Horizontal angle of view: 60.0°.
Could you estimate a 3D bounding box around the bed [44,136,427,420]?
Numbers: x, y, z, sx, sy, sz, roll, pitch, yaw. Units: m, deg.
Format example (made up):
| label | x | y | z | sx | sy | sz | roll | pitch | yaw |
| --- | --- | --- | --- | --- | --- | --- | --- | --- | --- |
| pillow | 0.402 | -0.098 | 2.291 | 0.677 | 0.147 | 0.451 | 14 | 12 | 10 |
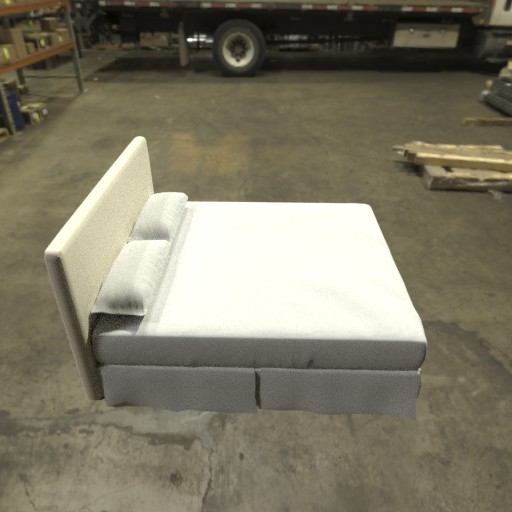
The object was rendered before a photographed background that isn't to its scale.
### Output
| label | x | y | z | sx | sy | sz | roll | pitch | yaw |
| --- | --- | --- | --- | --- | --- | --- | --- | --- | --- |
| bed | 0.000 | 0.000 | 3.593 | 2.341 | 1.317 | 2.119 | 1 | 33 | 1 |
